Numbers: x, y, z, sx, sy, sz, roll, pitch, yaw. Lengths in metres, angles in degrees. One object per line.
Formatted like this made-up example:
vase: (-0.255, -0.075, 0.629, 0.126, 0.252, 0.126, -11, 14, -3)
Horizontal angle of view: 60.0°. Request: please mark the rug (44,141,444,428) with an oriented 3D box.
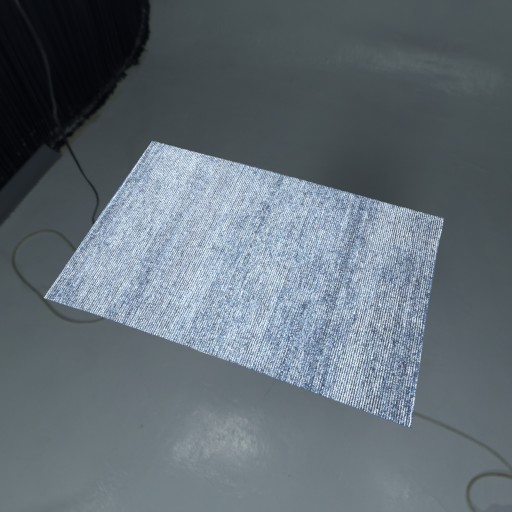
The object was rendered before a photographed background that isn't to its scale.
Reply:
rug: (0.000, 0.000, 2.294, 1.793, 0.025, 1.159, 17, 59, 11)
